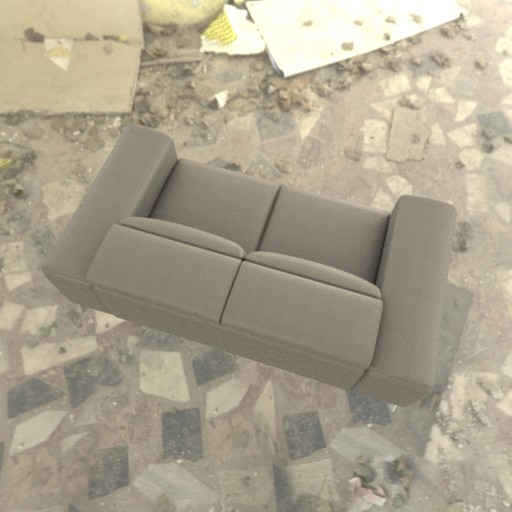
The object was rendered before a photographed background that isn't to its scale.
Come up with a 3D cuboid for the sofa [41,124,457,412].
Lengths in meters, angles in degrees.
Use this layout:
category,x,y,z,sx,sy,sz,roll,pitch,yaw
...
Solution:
category,x,y,z,sx,sy,sz,roll,pitch,yaw
sofa,0.000,0.000,2.418,1.930,0.753,1.024,16,64,8
